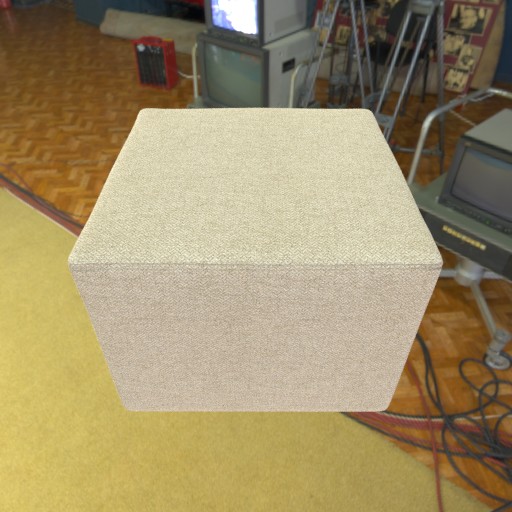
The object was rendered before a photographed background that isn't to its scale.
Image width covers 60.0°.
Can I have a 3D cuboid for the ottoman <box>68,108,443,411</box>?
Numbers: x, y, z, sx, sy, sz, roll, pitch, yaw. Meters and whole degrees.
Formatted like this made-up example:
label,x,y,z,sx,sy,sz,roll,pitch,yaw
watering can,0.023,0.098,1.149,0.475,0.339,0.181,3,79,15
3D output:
label,x,y,z,sx,sy,sz,roll,pitch,yaw
ottoman,0.000,0.000,0.889,0.508,0.432,0.508,0,41,0
